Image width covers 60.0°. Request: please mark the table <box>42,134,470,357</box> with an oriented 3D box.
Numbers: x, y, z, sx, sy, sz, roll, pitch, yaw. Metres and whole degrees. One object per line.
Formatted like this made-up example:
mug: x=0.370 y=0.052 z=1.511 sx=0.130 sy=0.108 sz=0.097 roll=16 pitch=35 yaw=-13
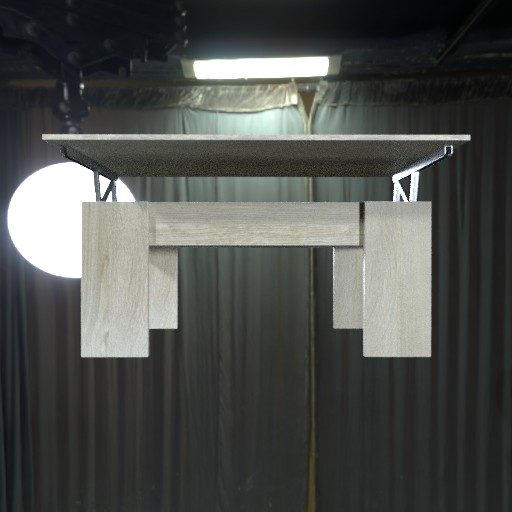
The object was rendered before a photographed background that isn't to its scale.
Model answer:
table: x=0.000 y=0.000 z=1.390 sx=1.000 sy=0.570 sz=0.711 roll=0 pitch=0 yaw=0
